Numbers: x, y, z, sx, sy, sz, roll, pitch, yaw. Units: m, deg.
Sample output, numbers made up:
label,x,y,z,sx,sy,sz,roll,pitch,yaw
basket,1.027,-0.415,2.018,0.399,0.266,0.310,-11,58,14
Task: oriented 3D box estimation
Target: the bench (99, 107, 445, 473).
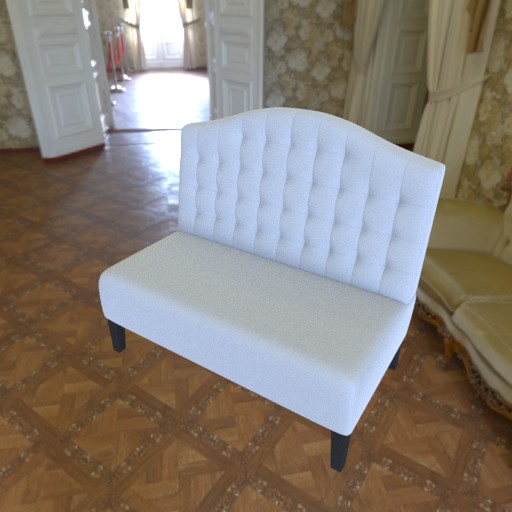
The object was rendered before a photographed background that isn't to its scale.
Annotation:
label,x,y,z,sx,sy,sz,roll,pitch,yaw
bench,0.000,0.000,2.028,1.335,1.180,0.815,18,34,28
